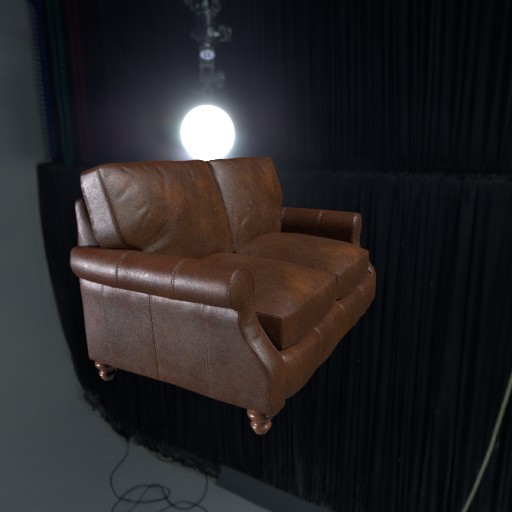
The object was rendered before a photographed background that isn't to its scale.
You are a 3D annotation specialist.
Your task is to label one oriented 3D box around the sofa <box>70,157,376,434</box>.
[{"bbox_3d":[0.000,0.000,2.295,0.990,0.976,1.616,7,16,27],"label":"sofa"}]
